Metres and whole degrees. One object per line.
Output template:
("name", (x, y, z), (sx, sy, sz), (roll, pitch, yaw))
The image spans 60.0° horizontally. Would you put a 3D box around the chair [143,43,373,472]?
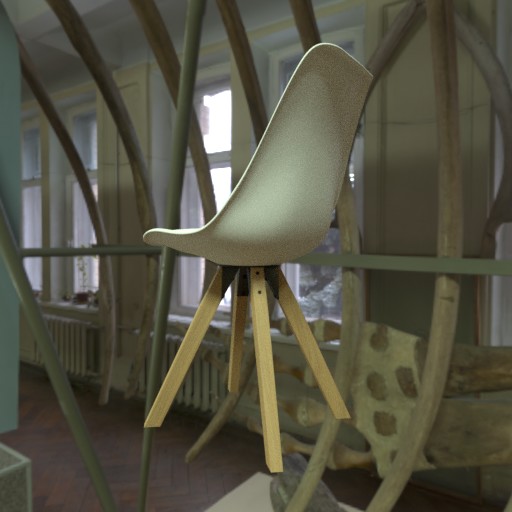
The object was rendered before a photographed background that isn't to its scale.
("chair", (0.000, 0.000, 1.114), (0.550, 0.849, 0.485), (1, 2, 35))
